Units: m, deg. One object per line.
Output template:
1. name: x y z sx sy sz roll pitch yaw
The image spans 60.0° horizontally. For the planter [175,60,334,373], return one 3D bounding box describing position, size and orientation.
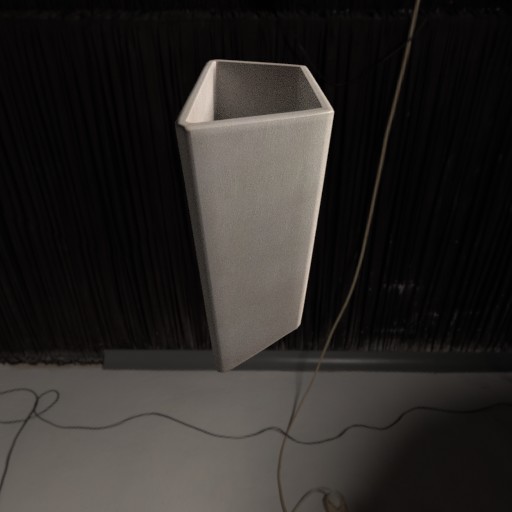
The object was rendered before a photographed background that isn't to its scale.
1. planter: 0.000 0.000 0.267 0.060 0.197 0.150 0 32 0
